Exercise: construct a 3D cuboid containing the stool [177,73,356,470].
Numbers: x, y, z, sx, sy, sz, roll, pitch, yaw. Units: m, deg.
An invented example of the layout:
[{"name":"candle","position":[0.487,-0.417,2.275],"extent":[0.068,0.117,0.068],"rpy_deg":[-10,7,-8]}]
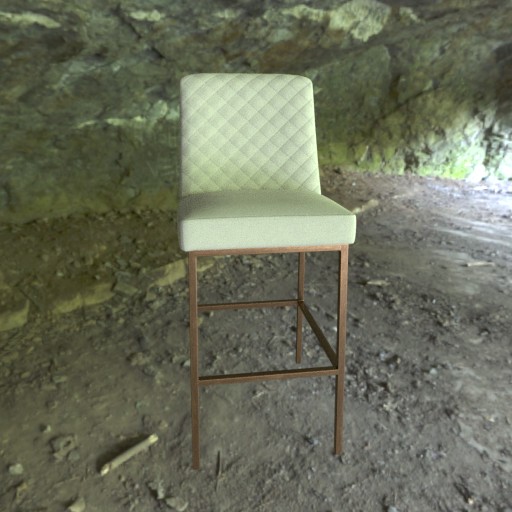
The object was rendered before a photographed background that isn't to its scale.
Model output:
[{"name":"stool","position":[0.000,0.000,1.369],"extent":[0.462,1.084,0.546],"rpy_deg":[-2,18,-8]}]
